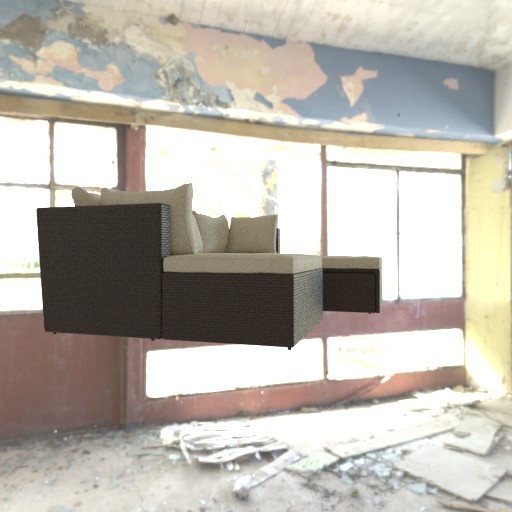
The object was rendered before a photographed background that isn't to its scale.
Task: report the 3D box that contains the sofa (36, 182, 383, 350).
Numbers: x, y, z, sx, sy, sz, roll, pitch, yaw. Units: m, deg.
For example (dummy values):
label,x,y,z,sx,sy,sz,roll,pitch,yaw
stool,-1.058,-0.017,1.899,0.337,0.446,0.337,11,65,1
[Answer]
label,x,y,z,sx,sy,sz,roll,pitch,yaw
sofa,0.000,0.000,3.005,1.612,0.766,2.192,0,0,17
